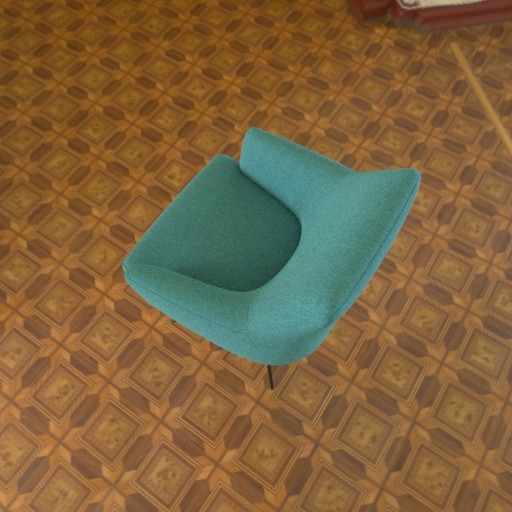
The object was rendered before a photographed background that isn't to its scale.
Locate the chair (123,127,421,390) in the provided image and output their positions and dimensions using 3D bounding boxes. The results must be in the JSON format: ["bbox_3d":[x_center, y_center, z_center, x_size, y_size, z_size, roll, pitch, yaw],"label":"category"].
[{"bbox_3d":[0.000,0.000,1.389,0.677,0.874,0.642,31,68,14],"label":"chair"}]
